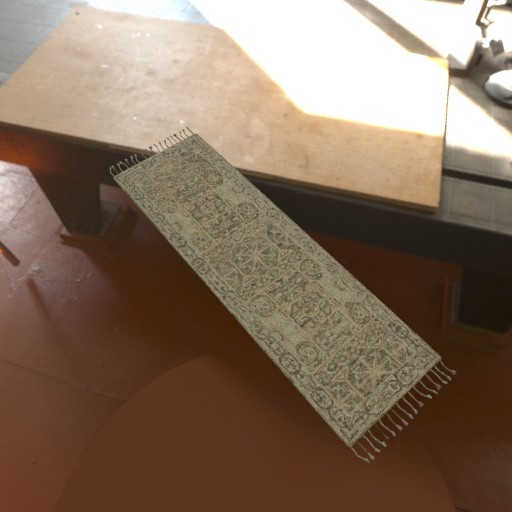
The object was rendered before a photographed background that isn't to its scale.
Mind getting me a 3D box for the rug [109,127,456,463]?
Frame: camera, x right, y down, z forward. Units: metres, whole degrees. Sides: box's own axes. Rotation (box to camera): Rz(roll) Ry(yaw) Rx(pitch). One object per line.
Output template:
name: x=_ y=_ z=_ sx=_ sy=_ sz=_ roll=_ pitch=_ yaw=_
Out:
rug: x=0.000 y=0.000 z=2.923 sx=0.762 sy=0.011 sz=2.664 roll=-34 pitch=63 yaw=-20
